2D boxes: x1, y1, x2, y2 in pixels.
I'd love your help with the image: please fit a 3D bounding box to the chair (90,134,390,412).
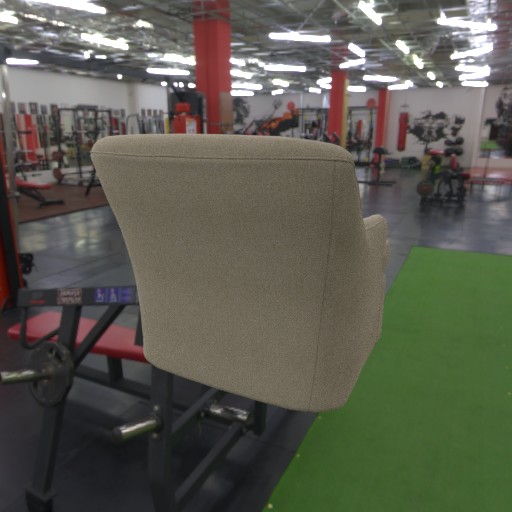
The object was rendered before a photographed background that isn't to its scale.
[{"bbox_3d":[0.000,0.000,1.601,0.864,0.856,0.923,8,18,27],"label":"chair"}]
